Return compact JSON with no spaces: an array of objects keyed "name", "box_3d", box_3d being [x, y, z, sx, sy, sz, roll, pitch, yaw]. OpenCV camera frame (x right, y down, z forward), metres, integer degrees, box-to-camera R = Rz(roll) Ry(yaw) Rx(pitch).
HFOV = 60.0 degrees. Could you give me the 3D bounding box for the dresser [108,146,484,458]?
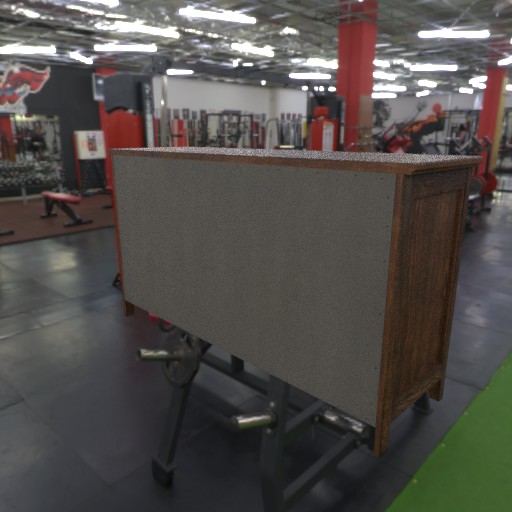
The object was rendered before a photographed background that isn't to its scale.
[{"name":"dresser","box_3d":[0.000,0.000,1.863,0.463,0.856,1.551,-15,21,-43]}]
